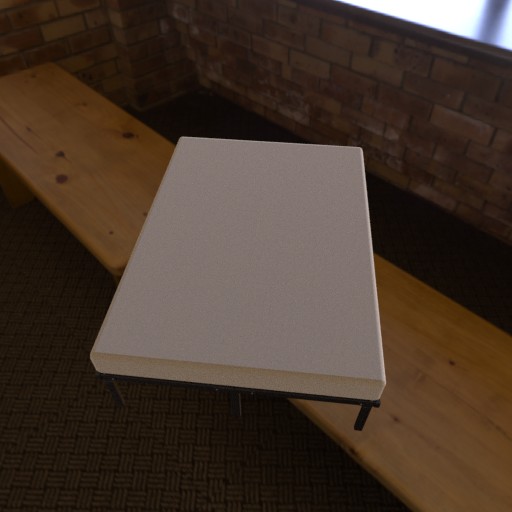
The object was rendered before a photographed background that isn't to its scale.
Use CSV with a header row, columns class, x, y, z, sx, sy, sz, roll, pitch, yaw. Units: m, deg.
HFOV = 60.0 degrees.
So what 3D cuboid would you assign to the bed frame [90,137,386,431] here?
class,x,y,z,sx,sy,sz,roll,pitch,yaw
bed frame,0.000,0.000,3.883,2.205,0.680,2.842,10,47,9
